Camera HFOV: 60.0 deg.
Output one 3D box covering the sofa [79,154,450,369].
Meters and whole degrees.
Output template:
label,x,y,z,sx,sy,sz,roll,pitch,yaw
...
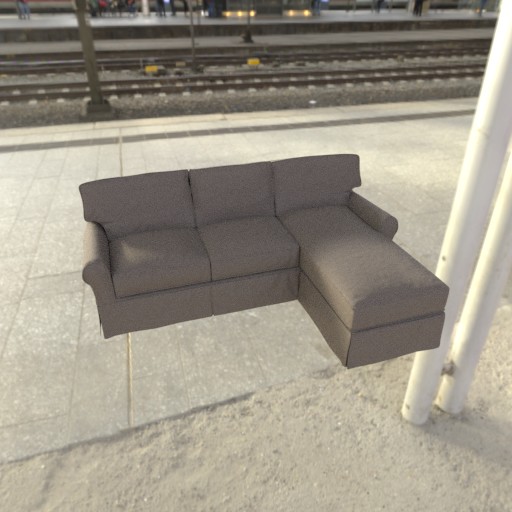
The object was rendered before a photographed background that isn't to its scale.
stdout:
label,x,y,z,sx,sy,sz,roll,pitch,yaw
sofa,0.000,0.000,3.350,2.475,0.978,1.733,-9,32,-15
